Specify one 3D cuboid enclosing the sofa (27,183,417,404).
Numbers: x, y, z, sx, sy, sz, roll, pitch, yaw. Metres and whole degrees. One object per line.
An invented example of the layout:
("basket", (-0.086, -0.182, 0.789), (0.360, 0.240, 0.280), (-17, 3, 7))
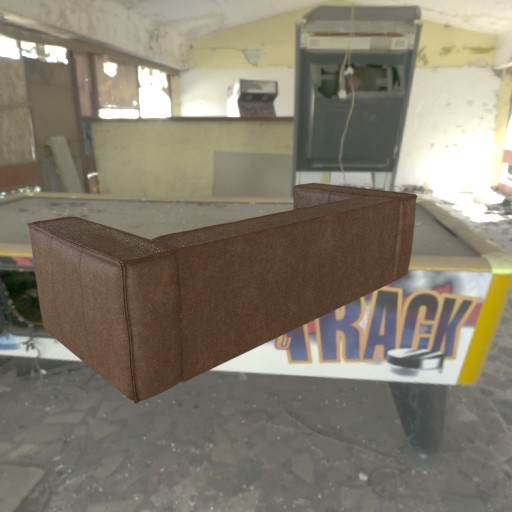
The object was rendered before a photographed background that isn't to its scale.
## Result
("sofa", (0.000, 0.000, 3.037), (2.581, 0.701, 1.102), (-16, 23, -43))
